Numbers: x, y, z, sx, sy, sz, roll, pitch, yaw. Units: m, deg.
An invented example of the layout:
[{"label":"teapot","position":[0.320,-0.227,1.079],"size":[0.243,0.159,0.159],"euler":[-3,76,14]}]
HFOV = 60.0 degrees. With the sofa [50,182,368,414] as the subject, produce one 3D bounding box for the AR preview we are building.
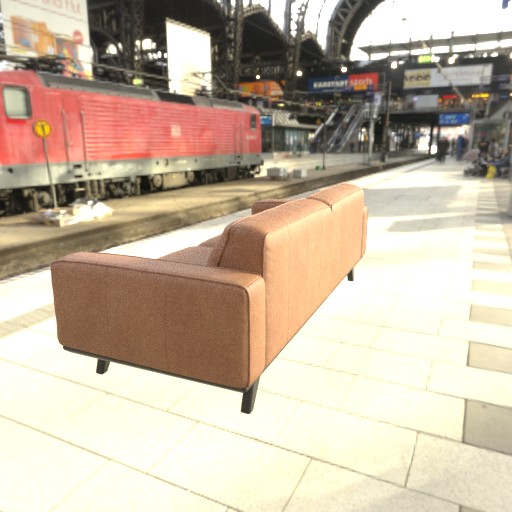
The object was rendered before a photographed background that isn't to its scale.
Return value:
[{"label":"sofa","position":[0.000,0.000,2.732],"size":[0.953,0.780,2.270],"euler":[6,16,23]}]
